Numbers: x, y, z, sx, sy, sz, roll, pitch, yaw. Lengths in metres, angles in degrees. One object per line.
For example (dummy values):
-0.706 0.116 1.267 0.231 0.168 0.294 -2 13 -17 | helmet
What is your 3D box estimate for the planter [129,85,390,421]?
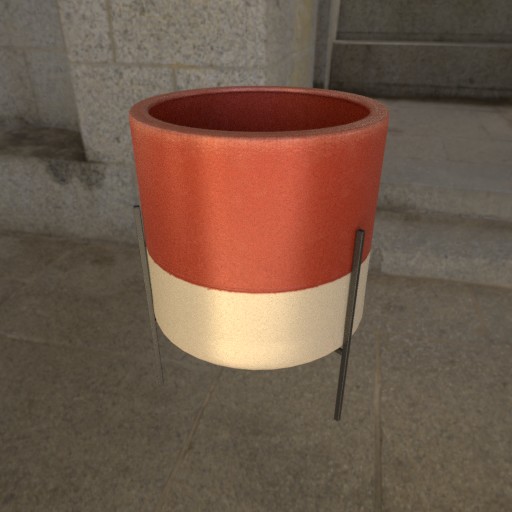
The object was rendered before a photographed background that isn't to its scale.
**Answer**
0.000 0.000 0.708 0.354 0.465 0.345 -8 30 -13 | planter
